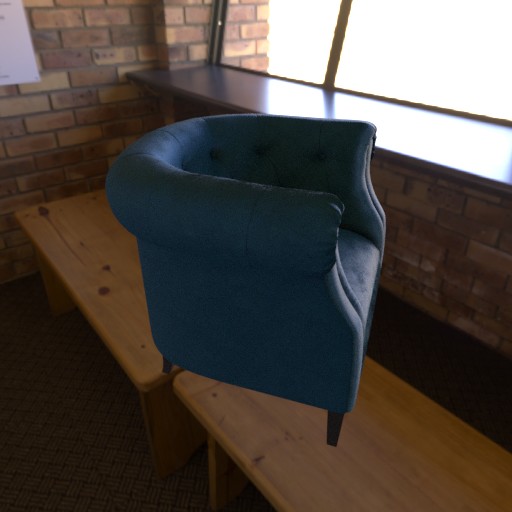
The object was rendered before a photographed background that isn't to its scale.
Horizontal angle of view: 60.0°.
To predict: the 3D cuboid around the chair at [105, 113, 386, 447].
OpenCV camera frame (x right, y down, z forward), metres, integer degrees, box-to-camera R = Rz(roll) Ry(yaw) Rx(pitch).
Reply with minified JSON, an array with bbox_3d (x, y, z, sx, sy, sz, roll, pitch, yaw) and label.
[{"bbox_3d":[0.000,0.000,1.565,0.851,0.826,0.904,10,33,16],"label":"chair"}]
